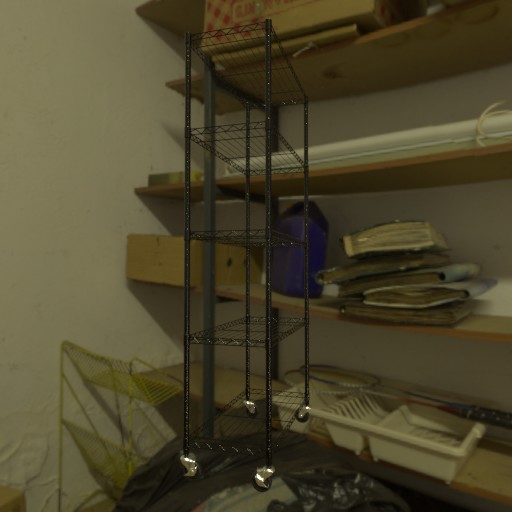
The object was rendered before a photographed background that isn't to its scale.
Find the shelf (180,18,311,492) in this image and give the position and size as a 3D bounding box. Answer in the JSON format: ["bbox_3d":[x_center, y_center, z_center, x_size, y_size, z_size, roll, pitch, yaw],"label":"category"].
[{"bbox_3d":[0.000,0.000,1.933,0.356,1.645,0.762,-1,-2,17],"label":"shelf"}]
